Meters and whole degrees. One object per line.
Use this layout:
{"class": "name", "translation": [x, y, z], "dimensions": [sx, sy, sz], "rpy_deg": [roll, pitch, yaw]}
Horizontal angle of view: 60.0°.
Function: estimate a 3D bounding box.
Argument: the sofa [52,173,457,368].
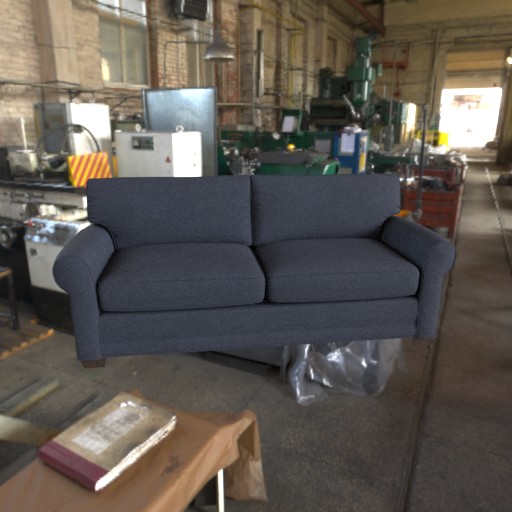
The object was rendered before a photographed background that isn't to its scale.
{"class": "sofa", "translation": [0.000, 0.000, 2.983], "dimensions": [2.391, 1.026, 0.954], "rpy_deg": [-2, 17, -8]}
